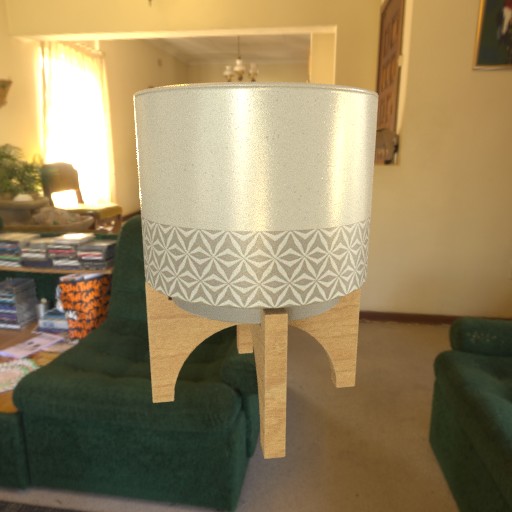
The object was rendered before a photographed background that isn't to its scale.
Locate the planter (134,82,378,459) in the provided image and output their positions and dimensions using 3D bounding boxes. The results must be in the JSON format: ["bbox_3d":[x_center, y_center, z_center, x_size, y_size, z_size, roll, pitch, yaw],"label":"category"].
[{"bbox_3d":[0.000,0.000,0.507,0.249,0.343,0.249,0,14,0],"label":"planter"}]
